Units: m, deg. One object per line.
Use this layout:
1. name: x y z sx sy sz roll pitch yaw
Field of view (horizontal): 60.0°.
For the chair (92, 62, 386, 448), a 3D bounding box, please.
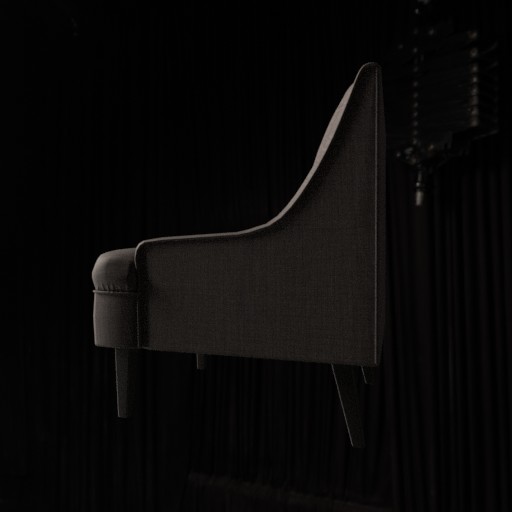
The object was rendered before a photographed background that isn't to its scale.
1. chair: 0.000 0.000 1.394 0.771 0.891 0.655 0 1 17
